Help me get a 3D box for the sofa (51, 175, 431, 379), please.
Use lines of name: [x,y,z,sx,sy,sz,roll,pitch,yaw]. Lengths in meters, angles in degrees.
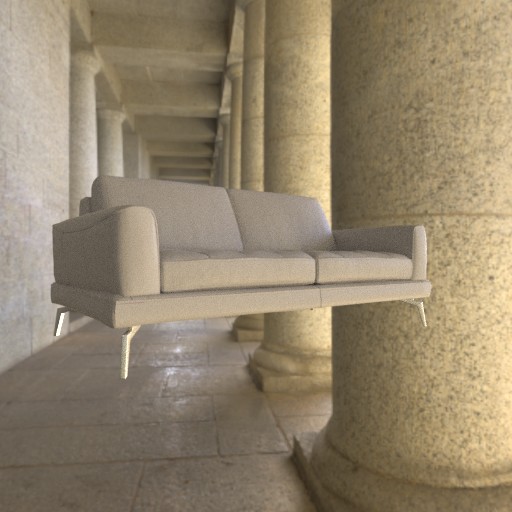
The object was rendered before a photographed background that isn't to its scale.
sofa: [0.000,0.000,2.742,2.177,0.930,1.121,0,0,-37]
